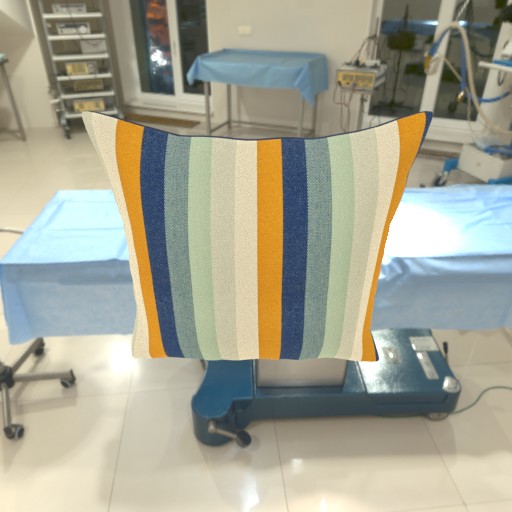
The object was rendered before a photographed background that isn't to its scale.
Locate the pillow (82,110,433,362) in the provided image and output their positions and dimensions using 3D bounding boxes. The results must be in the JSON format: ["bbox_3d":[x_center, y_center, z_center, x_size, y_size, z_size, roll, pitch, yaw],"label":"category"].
[{"bbox_3d":[0.000,0.000,0.705,0.463,0.454,0.173,1,33,1],"label":"pillow"}]
